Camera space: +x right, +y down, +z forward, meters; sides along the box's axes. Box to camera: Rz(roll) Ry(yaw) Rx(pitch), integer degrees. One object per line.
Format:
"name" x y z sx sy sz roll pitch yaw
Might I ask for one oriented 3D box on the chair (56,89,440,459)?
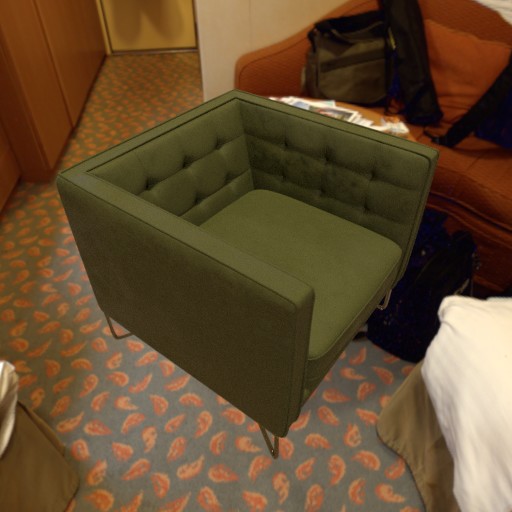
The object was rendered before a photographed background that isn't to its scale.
"chair" 0.000 0.000 1.623 0.894 0.790 0.880 26 48 27
